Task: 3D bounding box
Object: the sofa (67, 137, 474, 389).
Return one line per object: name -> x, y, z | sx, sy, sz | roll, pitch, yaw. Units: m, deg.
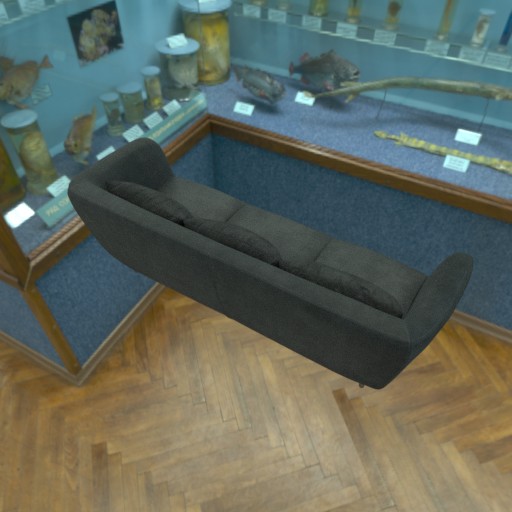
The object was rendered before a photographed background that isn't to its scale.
sofa -> 0.000, 0.000, 2.740 | 2.296, 0.875, 0.956 | 24, 51, 21
